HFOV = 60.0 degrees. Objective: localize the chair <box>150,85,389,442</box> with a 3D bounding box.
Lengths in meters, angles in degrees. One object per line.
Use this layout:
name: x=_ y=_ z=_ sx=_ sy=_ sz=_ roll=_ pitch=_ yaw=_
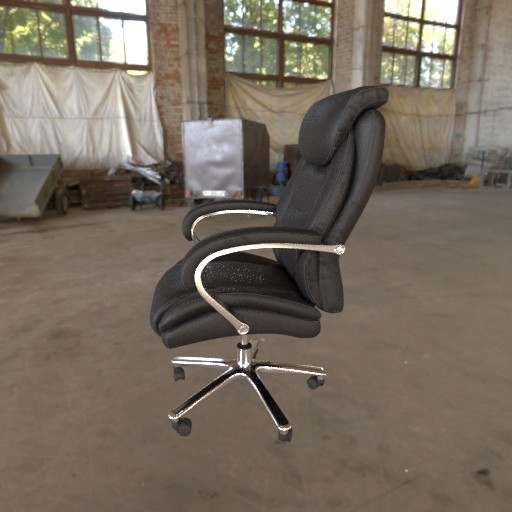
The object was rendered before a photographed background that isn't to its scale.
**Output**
chair: x=0.000 y=0.000 z=1.674 sx=0.790 sy=1.183 sz=0.755 roll=-2 pitch=15 yaw=-9
